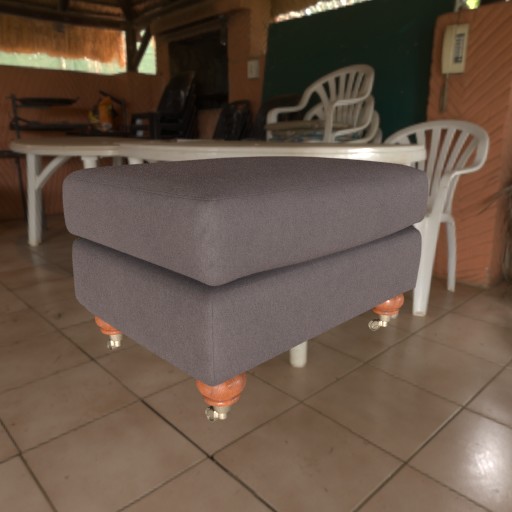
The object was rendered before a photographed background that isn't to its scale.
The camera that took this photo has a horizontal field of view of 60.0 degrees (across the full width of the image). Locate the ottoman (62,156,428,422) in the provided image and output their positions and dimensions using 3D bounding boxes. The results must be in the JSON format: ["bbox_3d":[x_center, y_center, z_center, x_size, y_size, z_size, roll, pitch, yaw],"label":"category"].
[{"bbox_3d":[0.000,0.000,1.150,0.773,0.497,0.574,-15,21,-42],"label":"ottoman"}]
